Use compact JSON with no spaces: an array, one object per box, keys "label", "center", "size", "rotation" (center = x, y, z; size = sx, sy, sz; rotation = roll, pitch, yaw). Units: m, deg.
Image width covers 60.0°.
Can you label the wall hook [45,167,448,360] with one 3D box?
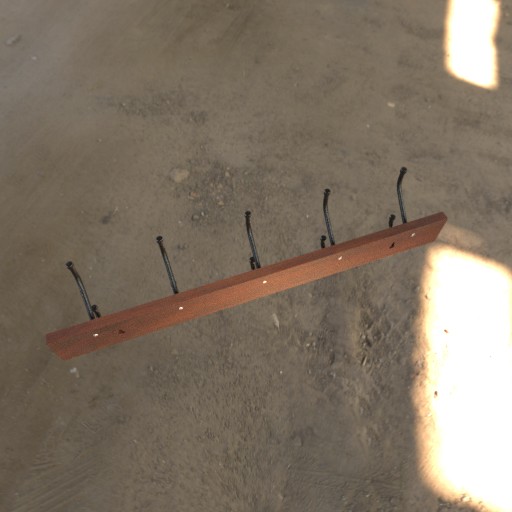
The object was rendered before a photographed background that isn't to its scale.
[{"label":"wall hook","center":[0.000,0.000,0.614],"size":[0.571,0.117,0.071],"rotation":[-17,59,-11]}]
